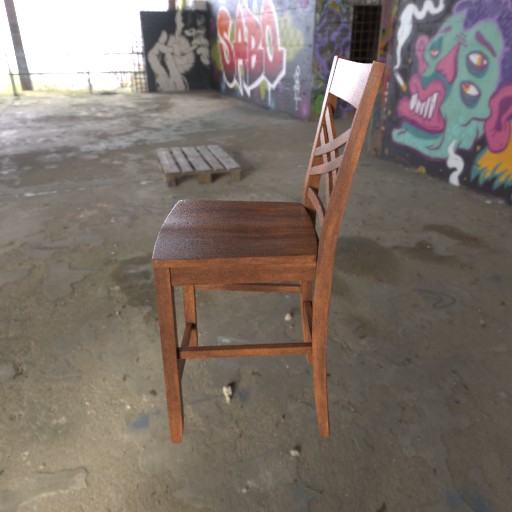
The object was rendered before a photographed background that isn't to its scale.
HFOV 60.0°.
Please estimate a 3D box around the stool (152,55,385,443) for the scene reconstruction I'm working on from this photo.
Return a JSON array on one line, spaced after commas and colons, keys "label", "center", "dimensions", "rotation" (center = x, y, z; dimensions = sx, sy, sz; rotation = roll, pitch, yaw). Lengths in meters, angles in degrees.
[{"label": "stool", "center": [0.000, 0.000, 1.319], "dimensions": [0.539, 1.079, 0.462], "rotation": [0, 26, 0]}]
